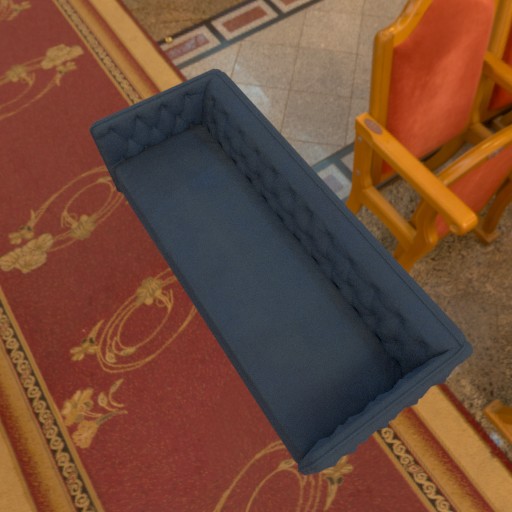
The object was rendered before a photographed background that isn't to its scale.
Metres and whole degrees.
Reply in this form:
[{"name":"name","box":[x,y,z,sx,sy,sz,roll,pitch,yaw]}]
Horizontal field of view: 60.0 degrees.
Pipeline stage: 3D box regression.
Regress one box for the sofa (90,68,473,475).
[{"name":"sofa","box":[0.000,0.000,2.560,0.895,0.771,2.209,-31,67,-15]}]
